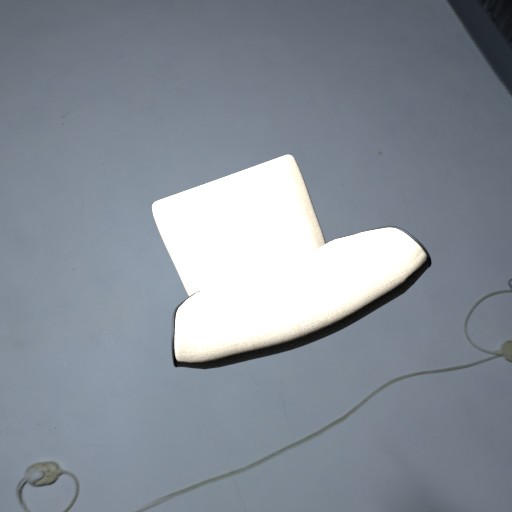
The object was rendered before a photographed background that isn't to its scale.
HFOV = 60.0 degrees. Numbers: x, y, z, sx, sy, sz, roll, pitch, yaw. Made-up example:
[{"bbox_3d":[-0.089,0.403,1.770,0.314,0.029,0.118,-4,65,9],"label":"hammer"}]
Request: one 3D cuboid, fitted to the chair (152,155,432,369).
[{"bbox_3d":[0.000,0.000,1.332,0.522,0.997,0.623,-21,75,-6],"label":"chair"}]
